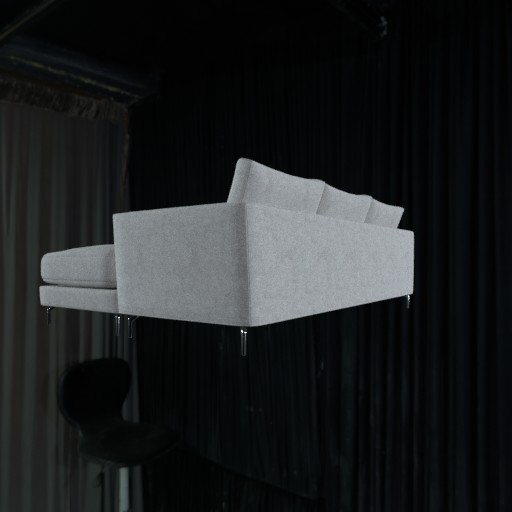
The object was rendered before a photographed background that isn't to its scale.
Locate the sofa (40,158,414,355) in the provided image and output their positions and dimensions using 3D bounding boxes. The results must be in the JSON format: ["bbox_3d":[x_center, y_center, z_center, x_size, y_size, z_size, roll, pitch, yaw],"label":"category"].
[{"bbox_3d":[0.000,0.000,3.241,1.626,0.864,2.438,0,-1,35],"label":"sofa"}]
